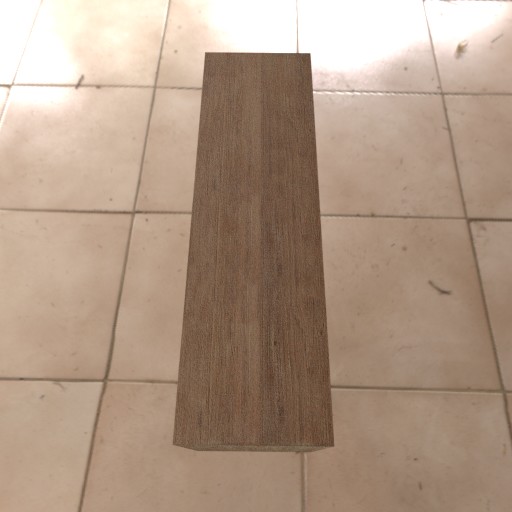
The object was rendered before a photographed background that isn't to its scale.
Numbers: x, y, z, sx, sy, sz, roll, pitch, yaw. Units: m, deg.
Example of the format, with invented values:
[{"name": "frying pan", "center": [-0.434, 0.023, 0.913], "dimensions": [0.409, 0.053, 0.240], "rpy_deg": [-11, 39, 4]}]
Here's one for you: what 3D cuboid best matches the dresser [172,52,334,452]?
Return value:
[{"name": "dresser", "center": [0.000, 0.000, 1.936], "dimensions": [0.455, 0.805, 1.554], "rpy_deg": [1, 65, 0]}]
